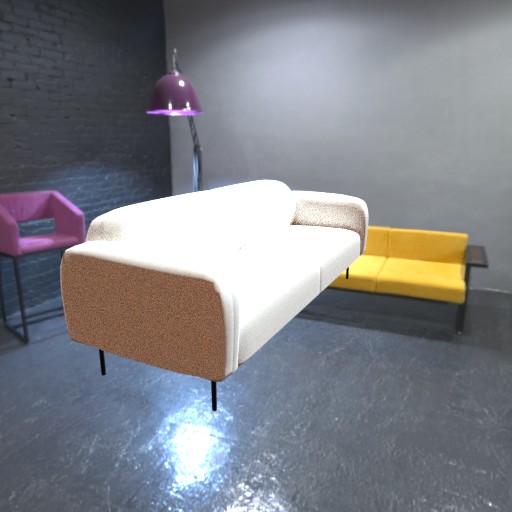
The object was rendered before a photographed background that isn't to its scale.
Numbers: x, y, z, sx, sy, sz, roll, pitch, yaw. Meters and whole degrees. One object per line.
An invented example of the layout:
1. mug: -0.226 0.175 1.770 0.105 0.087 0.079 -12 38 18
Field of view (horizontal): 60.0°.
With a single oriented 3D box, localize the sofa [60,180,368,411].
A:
1. sofa: 0.000 0.000 2.731 0.870 0.780 2.280 8 17 26
